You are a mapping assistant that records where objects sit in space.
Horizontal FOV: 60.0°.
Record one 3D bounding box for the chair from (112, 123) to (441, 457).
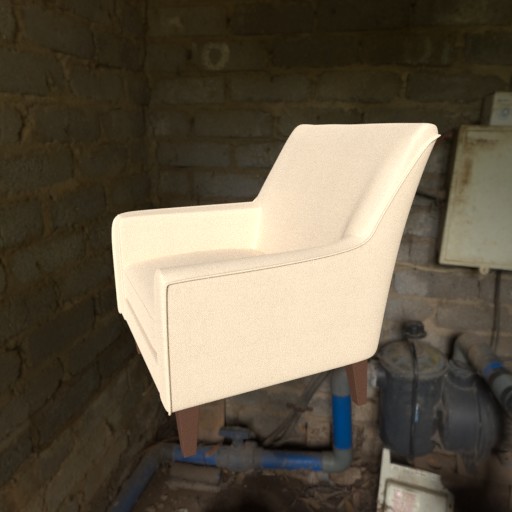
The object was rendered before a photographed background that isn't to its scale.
[{"bbox_3d":[0.000,0.000,1.604,0.899,0.919,0.780,-8,18,-24],"label":"chair"}]
